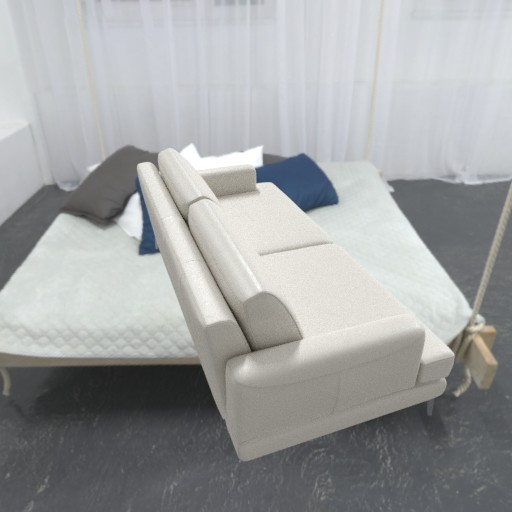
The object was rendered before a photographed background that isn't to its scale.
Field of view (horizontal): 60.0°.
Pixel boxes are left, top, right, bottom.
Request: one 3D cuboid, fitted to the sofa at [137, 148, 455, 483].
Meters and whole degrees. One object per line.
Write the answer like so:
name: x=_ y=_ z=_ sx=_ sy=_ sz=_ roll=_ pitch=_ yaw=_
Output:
sofa: x=0.000 y=0.000 z=2.348 sx=0.974 sy=0.765 sz=1.940 roll=-11 pitch=33 yaw=-17
